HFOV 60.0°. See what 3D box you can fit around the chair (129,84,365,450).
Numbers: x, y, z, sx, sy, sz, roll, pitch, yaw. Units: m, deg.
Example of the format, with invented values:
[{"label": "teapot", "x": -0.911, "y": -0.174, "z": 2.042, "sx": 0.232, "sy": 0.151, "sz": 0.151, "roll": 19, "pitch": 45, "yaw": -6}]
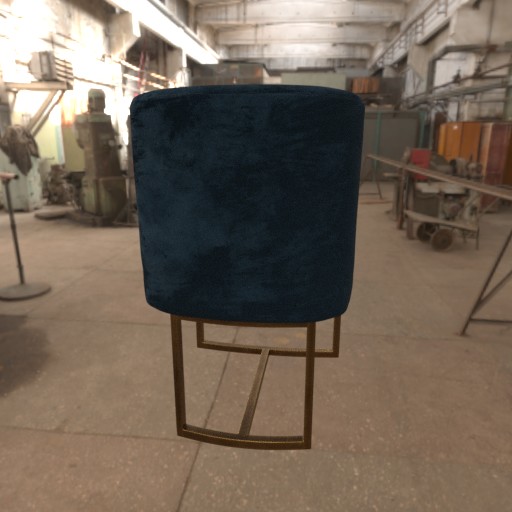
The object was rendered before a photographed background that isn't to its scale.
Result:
[{"label": "chair", "x": 0.000, "y": 0.000, "z": 1.204, "sx": 0.530, "sy": 0.824, "sz": 0.560, "roll": 2, "pitch": 16, "yaw": 8}]
